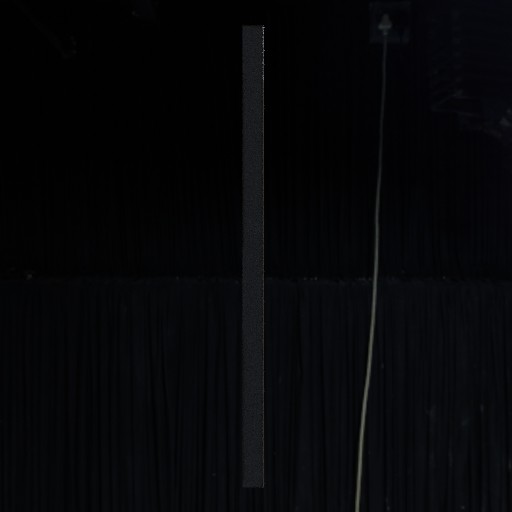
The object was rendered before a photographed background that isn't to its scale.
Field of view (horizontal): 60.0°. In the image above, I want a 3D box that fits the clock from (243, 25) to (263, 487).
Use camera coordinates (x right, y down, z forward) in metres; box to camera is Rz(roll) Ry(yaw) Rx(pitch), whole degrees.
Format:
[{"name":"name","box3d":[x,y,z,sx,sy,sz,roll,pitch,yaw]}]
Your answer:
[{"name":"clock","box3d":[0.000,0.000,1.029,0.032,0.705,0.705,0,0,1]}]
